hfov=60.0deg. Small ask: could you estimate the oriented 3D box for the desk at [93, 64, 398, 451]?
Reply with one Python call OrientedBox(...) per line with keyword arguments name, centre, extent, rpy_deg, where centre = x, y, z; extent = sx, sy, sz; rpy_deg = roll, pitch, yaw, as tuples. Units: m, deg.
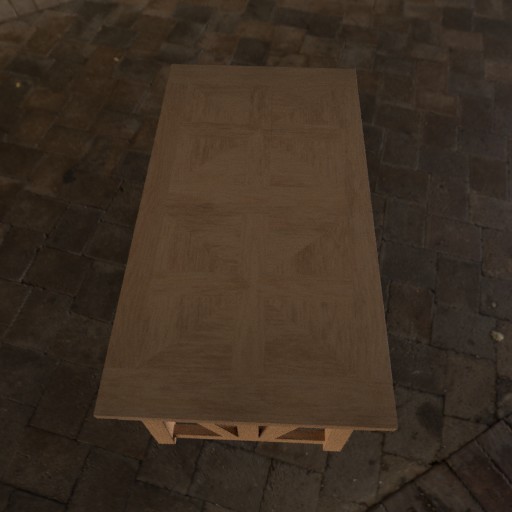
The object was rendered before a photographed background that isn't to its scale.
OrientedBox(name="desk", centre=(0.000, 0.000, 1.894), extent=(0.813, 0.762, 1.499), rpy_deg=(2, 59, 1))
